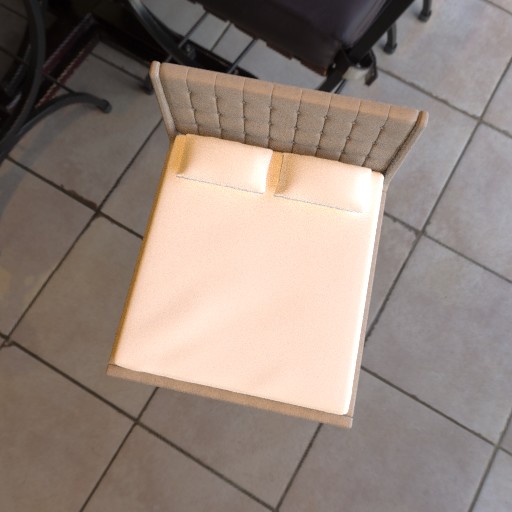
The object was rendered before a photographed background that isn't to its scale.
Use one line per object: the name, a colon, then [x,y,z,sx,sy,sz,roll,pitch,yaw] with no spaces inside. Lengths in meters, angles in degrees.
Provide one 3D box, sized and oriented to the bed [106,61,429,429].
bed: [0.000,0.000,3.576,2.062,1.289,2.342,12,77,3]
